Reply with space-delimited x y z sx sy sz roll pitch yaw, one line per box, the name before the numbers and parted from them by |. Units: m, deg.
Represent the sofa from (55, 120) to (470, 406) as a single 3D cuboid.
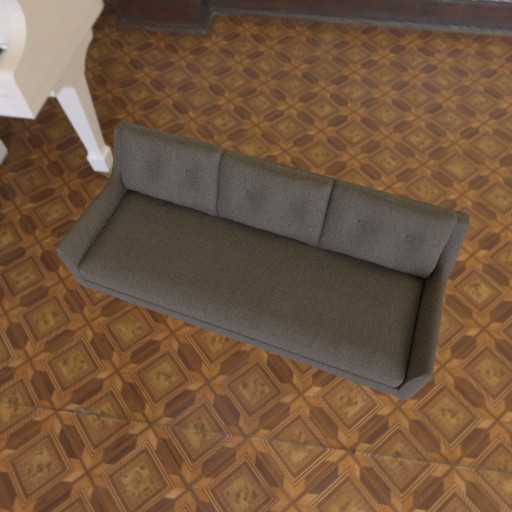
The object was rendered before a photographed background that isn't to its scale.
sofa | 0.000 0.000 2.522 2.060 0.837 0.849 17 60 11
